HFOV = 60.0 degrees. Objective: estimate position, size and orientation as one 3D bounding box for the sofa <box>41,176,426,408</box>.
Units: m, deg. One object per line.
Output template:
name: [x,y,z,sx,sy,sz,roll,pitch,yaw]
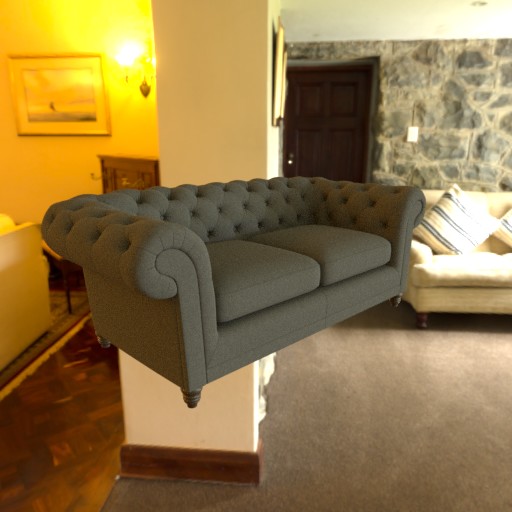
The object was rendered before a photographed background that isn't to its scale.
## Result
sofa: [0.000,0.000,2.438,1.998,0.764,0.986,-14,20,-43]
